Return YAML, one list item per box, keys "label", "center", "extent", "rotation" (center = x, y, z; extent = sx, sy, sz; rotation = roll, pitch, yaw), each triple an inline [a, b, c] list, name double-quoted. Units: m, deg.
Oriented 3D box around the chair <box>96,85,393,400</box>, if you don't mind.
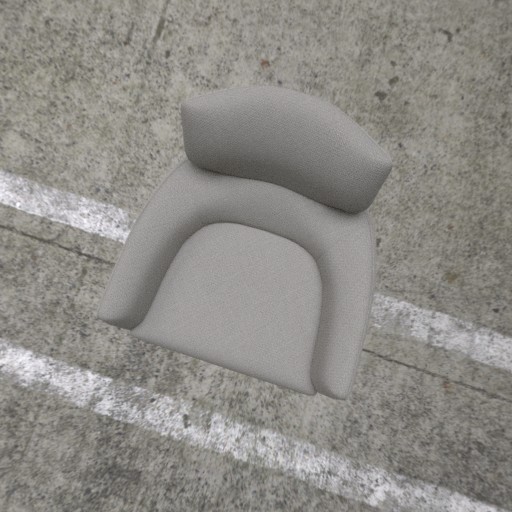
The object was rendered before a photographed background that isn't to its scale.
- label: "chair"
  center: [0.000, 0.000, 1.429]
  extent: [0.760, 0.810, 0.730]
  rotation: [17, 78, 4]
